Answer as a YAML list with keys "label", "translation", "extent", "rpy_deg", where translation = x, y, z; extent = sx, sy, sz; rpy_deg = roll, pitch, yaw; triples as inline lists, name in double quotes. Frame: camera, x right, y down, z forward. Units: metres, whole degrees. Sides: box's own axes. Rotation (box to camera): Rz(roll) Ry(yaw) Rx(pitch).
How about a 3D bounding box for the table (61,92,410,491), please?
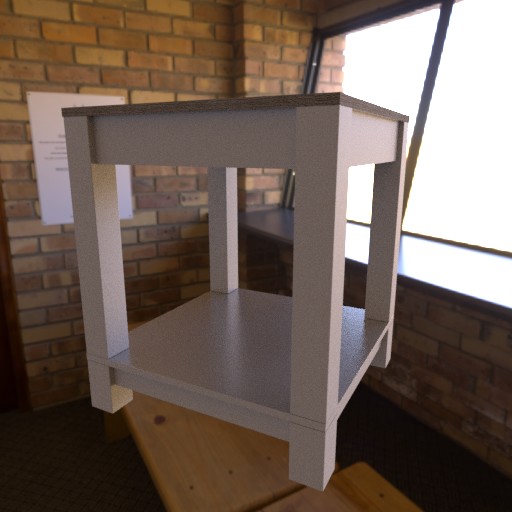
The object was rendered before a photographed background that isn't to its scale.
- label: "table"
  translation: [0.000, 0.000, 0.950]
  extent: [0.504, 0.587, 0.506]
  rpy_deg: [7, 16, 27]
